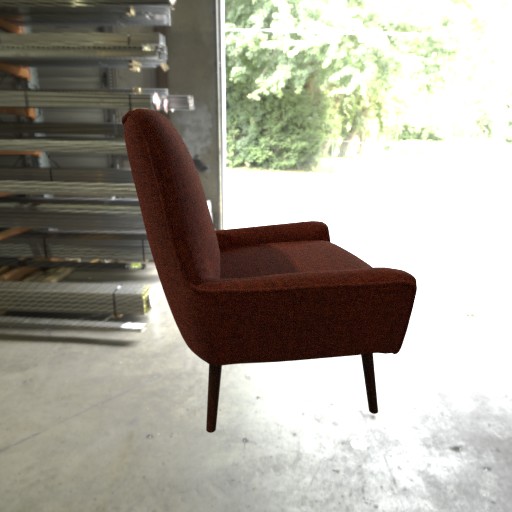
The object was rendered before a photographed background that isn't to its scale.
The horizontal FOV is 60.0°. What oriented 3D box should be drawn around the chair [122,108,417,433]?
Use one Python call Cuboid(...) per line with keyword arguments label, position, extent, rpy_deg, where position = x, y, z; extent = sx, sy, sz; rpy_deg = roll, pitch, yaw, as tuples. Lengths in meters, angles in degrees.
Cuboid(label="chair", position=(0.000, 0.000, 1.482), extent=(0.784, 0.911, 0.803), rpy_deg=(-3, 16, -10))
